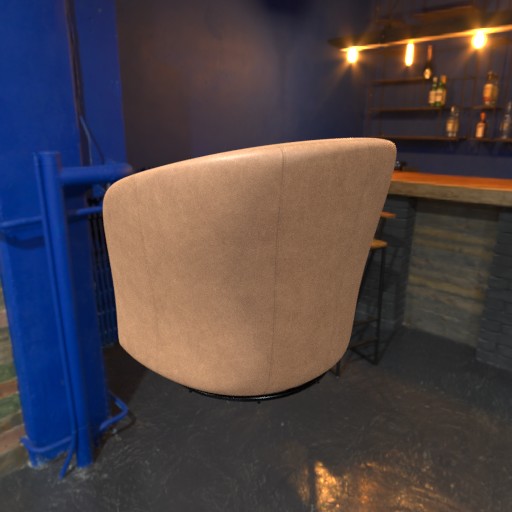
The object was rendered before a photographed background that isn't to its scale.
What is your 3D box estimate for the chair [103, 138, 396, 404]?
[{"bbox_3d":[0.000,0.000,1.476,0.791,0.771,0.815,-15,22,-42],"label":"chair"}]
